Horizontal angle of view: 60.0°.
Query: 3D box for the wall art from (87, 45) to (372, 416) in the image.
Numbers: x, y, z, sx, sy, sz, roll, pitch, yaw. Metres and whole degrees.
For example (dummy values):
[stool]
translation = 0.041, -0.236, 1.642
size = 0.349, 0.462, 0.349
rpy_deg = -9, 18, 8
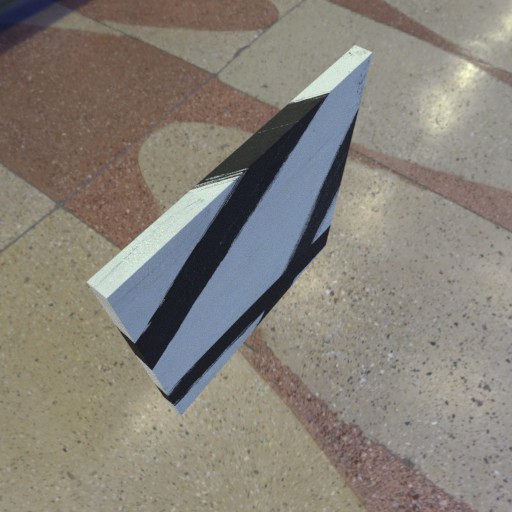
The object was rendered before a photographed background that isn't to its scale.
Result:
[wall art]
translation = 0.000, 0.000, 1.141
size = 0.046, 0.765, 0.765
rpy_deg = 34, 64, 19
